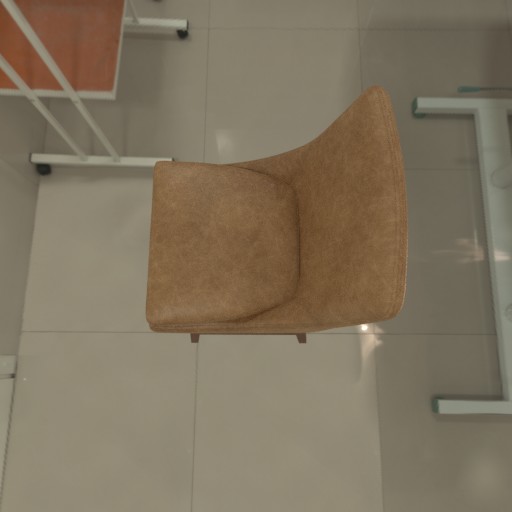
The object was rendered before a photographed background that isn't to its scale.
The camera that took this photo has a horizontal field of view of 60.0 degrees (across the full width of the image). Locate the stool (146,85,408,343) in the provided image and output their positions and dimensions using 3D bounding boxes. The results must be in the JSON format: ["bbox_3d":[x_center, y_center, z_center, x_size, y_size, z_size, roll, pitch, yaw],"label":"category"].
[{"bbox_3d":[0.000,0.000,1.343,0.572,1.079,0.487,0,77,0],"label":"stool"}]
